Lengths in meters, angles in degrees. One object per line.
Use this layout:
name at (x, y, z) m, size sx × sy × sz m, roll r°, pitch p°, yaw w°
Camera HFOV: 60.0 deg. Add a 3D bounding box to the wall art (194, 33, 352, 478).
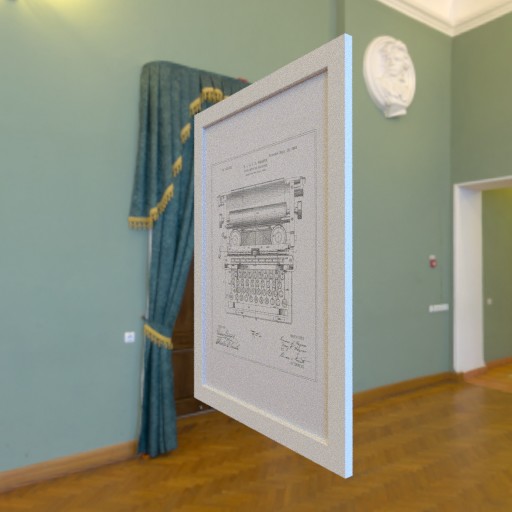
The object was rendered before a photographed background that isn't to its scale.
wall art at (0.000, 0.000, 0.688) m, size 0.013 × 0.533 × 0.381 m, roll 0°, pitch 0°, yaw -36°
